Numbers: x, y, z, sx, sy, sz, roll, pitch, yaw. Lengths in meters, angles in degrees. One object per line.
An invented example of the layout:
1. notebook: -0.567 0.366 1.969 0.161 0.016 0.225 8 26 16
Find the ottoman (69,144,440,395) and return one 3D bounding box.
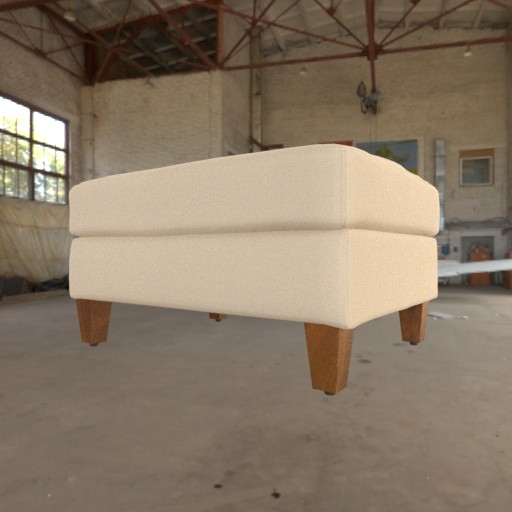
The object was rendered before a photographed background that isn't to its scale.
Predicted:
1. ottoman: 0.000 0.000 1.201 0.818 0.485 0.634 0 1 35
